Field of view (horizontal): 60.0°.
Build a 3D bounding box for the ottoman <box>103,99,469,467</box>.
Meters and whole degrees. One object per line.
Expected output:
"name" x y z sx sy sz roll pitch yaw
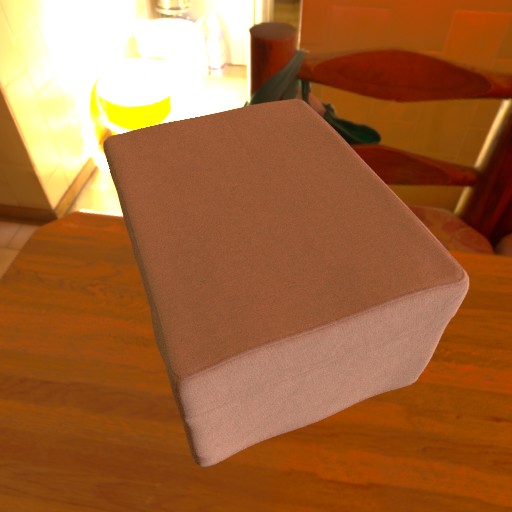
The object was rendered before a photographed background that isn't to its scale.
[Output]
"ottoman" 0.000 0.000 1.235 0.648 0.461 0.833 -16 49 -15
